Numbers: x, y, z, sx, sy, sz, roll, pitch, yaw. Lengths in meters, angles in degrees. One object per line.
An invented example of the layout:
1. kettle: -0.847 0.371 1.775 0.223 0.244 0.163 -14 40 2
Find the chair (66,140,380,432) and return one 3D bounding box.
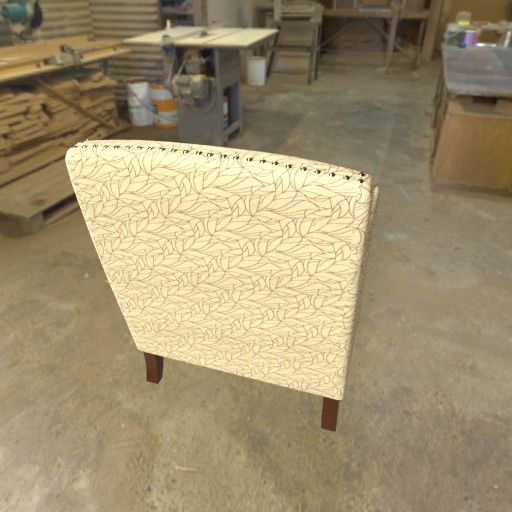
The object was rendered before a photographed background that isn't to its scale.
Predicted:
1. chair: 0.000 0.000 1.278 0.623 0.816 0.651 10 33 15
